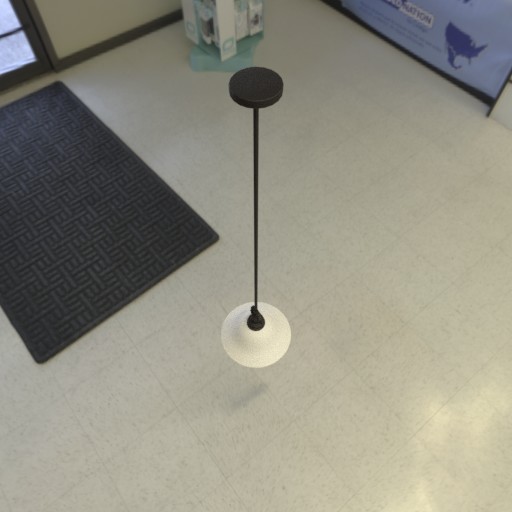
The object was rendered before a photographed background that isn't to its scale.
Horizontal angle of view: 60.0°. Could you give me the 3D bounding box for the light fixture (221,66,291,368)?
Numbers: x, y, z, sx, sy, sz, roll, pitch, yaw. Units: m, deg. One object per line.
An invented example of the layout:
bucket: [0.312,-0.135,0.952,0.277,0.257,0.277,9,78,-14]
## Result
light fixture: [0.000,0.000,1.484,0.324,1.337,0.324,-32,63,-18]
